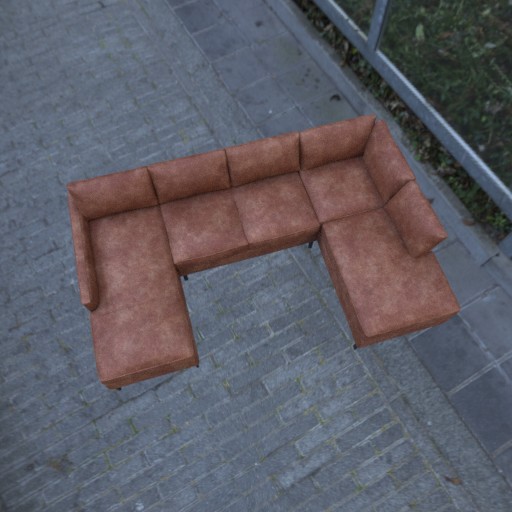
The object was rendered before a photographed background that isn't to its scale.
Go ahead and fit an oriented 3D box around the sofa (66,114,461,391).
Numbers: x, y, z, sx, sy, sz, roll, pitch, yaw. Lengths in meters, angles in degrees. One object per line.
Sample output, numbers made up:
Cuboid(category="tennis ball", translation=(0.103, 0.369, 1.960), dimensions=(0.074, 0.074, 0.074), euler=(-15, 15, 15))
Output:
Cuboid(category="sofa", translation=(0.000, 0.000, 3.878), dimensions=(2.956, 0.900, 1.939), euler=(-15, 66, -7))
